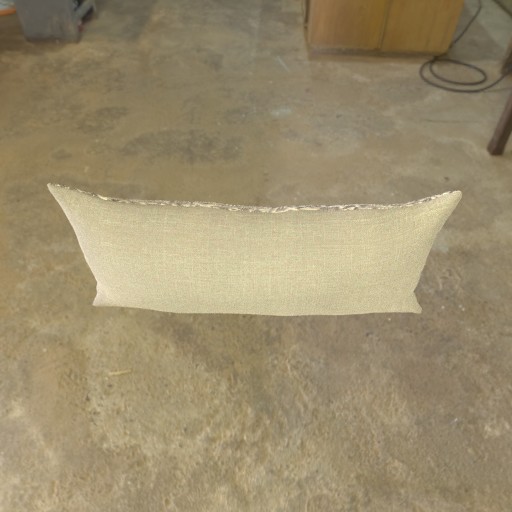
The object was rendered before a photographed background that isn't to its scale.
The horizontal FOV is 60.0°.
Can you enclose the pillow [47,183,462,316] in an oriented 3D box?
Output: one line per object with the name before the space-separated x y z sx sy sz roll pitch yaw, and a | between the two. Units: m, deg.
pillow | 0.000 0.000 0.751 0.631 0.290 0.148 1 46 1
